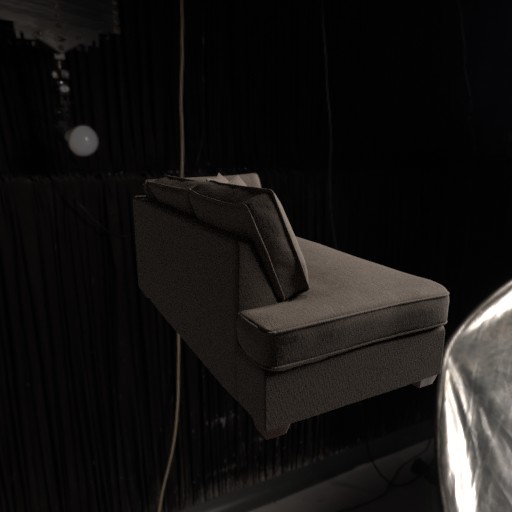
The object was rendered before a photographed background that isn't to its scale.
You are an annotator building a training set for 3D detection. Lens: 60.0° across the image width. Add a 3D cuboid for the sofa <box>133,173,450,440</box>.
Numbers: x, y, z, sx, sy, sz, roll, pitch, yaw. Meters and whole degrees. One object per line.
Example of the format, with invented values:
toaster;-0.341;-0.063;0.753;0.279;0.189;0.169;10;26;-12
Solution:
sofa;0.000;0.000;2.902;1.110;1.033;2.237;-7;16;-27
